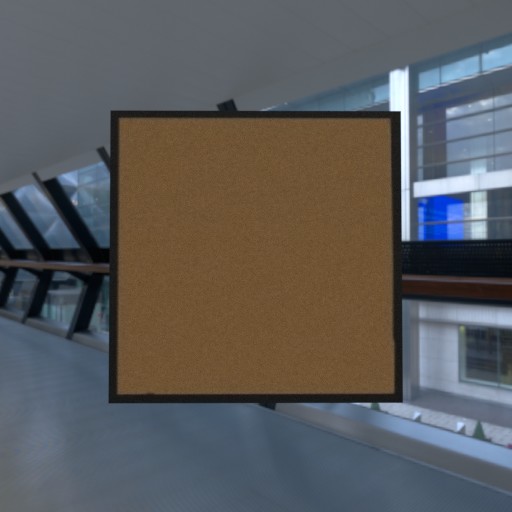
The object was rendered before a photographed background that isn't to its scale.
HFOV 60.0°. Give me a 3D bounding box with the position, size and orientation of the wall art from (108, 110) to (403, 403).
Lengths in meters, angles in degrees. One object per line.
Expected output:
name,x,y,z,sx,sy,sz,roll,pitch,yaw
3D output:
wall art,0.000,0.000,1.255,0.823,0.823,0.013,0,-1,0
